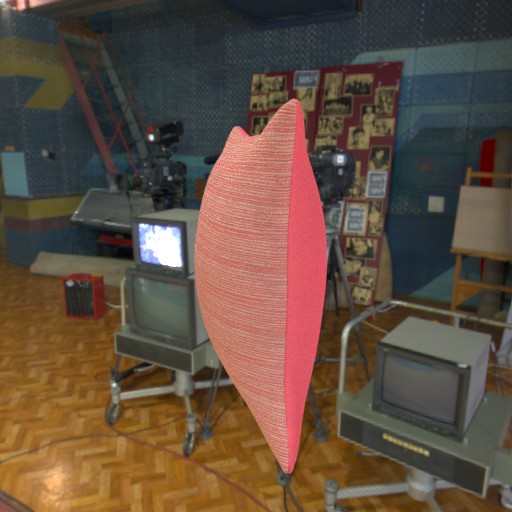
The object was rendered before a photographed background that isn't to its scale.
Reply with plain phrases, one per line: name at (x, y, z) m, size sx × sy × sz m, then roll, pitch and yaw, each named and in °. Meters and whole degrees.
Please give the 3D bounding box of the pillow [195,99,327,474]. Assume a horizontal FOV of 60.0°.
pillow at (0.000, 0.000, 0.827) m, size 0.229 × 0.501 × 0.559 m, roll -2°, pitch 14°, yaw -10°
